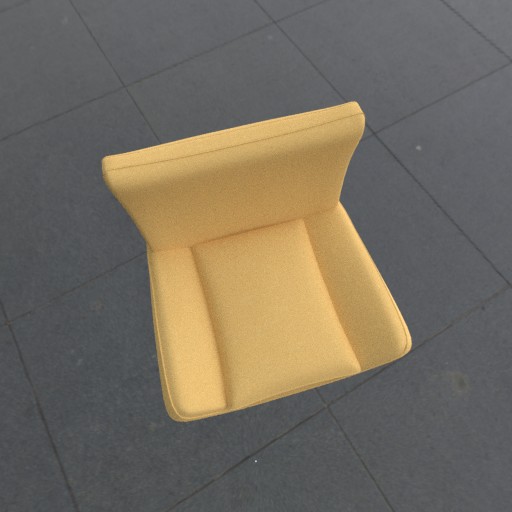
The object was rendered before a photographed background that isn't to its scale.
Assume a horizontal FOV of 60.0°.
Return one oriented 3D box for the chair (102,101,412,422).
[{"bbox_3d":[0.000,0.000,1.662,0.859,0.855,1.008,-15,66,-7],"label":"chair"}]
